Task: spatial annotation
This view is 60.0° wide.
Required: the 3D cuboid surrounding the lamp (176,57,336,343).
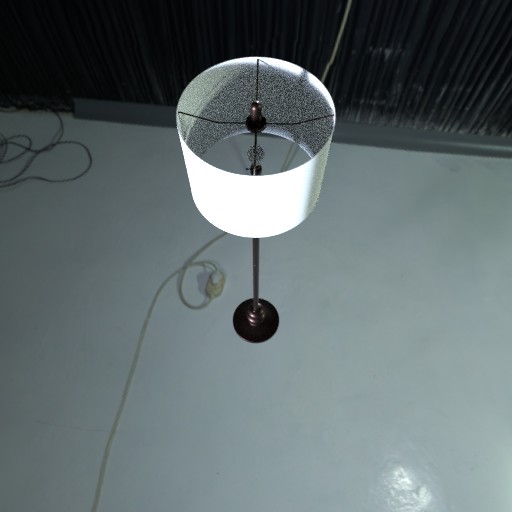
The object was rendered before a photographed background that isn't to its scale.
[{"bbox_3d":[0.000,0.000,1.632,0.356,1.487,0.356,1,63,1],"label":"lamp"}]
